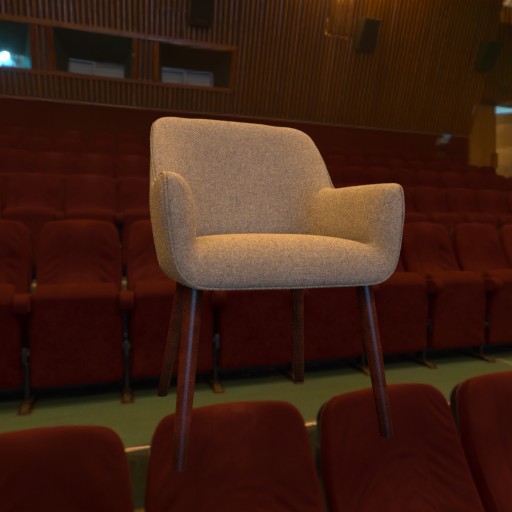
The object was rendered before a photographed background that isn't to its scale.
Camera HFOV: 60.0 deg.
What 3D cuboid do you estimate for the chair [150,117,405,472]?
[{"bbox_3d":[0.000,0.000,1.137,0.543,0.803,0.519,0,1,-19],"label":"chair"}]
